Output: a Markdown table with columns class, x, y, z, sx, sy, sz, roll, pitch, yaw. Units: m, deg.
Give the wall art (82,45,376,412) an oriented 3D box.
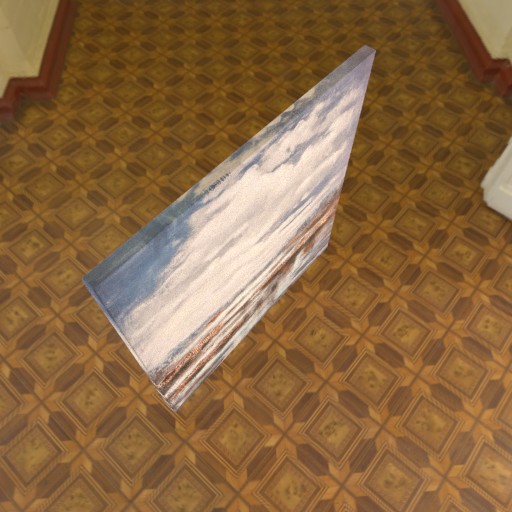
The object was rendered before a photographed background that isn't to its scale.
| class | x | y | z | sx | sy | sz | roll | pitch | yaw |
| --- | --- | --- | --- | --- | --- | --- | --- | --- | --- |
| wall art | 0.000 | 0.000 | 1.493 | 0.040 | 1.020 | 1.010 | 36 | 64 | 20 |
